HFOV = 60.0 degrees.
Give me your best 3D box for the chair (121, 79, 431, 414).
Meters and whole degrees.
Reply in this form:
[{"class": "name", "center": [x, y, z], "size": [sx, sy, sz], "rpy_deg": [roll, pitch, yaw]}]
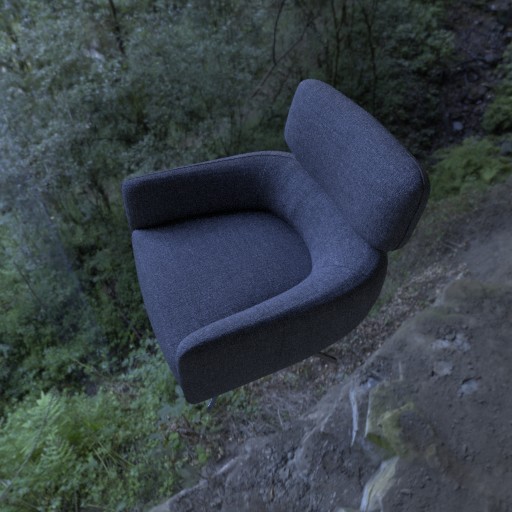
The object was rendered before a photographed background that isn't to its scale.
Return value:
[{"class": "chair", "center": [0.000, 0.000, 1.361], "size": [0.715, 0.812, 0.706], "rpy_deg": [-17, 49, -15]}]
